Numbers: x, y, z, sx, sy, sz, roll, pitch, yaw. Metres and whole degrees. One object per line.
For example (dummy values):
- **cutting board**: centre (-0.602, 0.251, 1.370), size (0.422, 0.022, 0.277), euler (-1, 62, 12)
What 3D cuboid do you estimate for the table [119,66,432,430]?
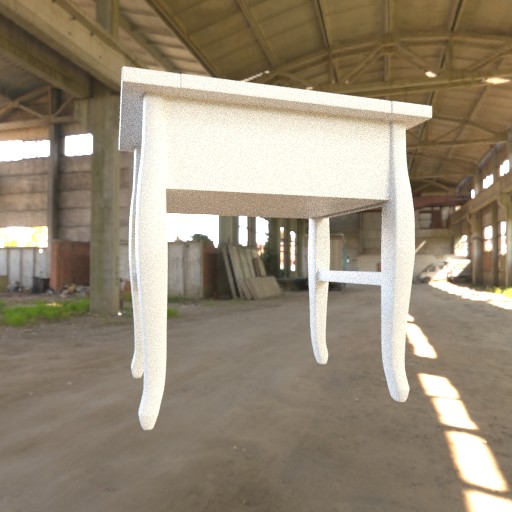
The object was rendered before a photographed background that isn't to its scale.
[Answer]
- **table**: centre (0.000, 0.000, 1.017), size (0.599, 0.605, 0.463), euler (0, -1, -18)
